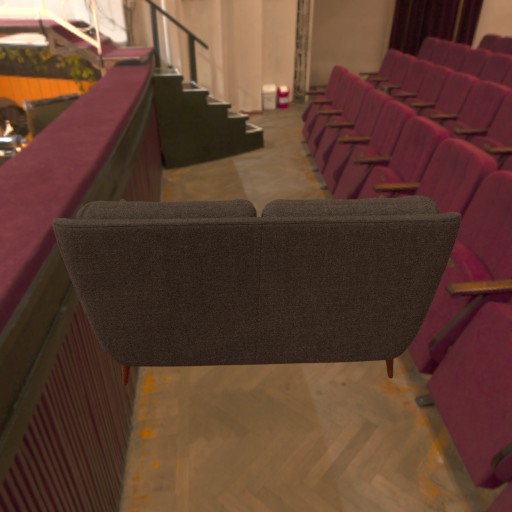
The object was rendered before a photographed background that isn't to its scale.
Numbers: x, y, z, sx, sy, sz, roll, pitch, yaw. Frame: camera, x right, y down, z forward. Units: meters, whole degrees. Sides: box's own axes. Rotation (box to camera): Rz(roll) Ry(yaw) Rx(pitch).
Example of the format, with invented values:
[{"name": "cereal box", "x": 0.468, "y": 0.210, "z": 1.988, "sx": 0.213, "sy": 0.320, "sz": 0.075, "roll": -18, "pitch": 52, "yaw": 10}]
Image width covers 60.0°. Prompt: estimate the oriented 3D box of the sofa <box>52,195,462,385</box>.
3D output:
[{"name": "sofa", "x": 0.000, "y": 0.000, "z": 2.233, "sx": 1.646, "sy": 0.887, "sz": 0.976, "roll": -1, "pitch": 30, "yaw": -2}]
